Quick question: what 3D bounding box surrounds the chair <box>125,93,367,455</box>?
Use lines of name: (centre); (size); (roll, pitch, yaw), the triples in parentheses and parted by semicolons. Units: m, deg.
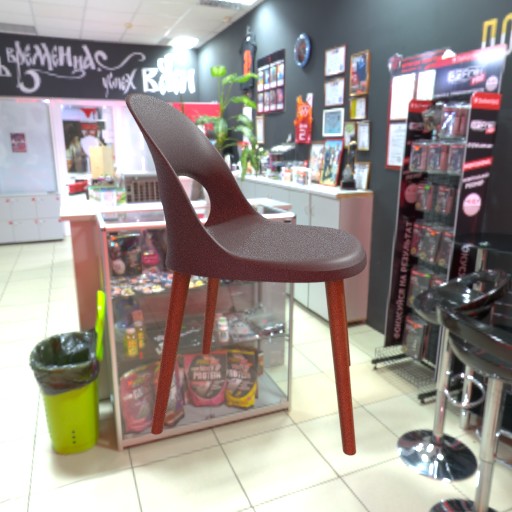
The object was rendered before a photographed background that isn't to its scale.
chair: (0.000, 0.000, 1.145); (0.556, 0.795, 0.470); (2, 15, 10)
